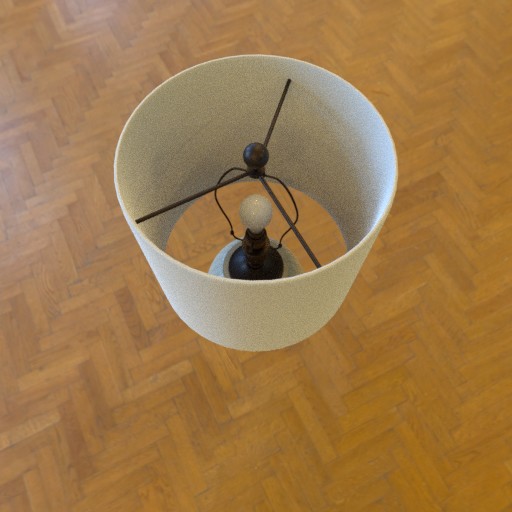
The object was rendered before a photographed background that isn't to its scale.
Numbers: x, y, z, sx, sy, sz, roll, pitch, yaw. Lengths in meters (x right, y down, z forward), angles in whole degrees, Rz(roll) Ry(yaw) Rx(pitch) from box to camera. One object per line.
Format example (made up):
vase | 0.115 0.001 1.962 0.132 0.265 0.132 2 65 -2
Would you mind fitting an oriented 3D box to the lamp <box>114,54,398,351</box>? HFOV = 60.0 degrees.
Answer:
lamp | 0.000 0.000 0.759 0.329 0.570 0.329 15 65 7
